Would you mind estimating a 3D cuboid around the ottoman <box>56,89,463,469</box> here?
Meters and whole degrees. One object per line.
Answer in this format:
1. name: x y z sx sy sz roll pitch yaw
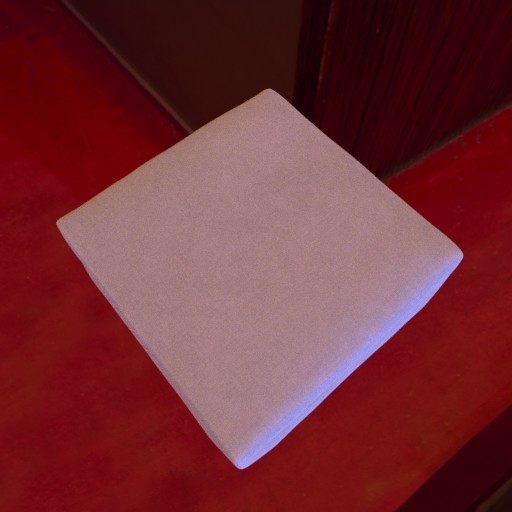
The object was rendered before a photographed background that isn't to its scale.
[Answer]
1. ottoman: 0.000 0.000 1.862 1.171 0.517 1.203 -37 70 -17
